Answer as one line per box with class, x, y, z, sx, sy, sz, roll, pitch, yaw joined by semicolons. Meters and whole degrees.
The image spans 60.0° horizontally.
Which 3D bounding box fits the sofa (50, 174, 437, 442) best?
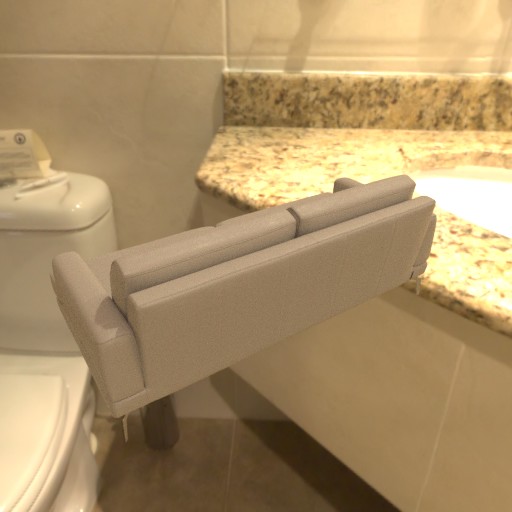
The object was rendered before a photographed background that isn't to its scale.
sofa;0.000;0.000;2.390;1.940;0.765;0.974;-19;35;-29
